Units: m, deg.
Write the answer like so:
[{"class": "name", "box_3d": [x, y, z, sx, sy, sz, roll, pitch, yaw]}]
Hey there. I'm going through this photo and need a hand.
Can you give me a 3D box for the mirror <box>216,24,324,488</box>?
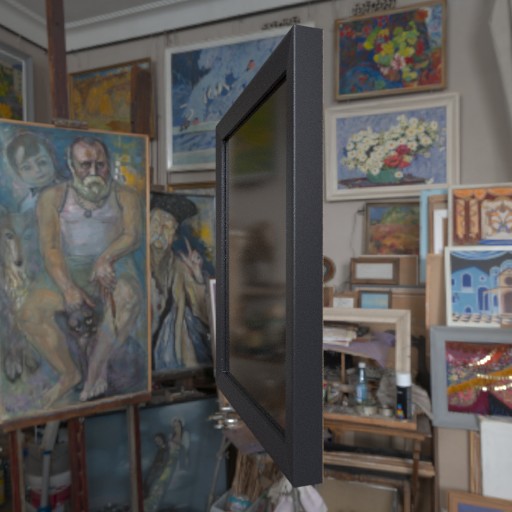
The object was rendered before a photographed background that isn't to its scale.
[{"class": "mirror", "box_3d": [0.000, 0.000, 0.684, 0.041, 0.508, 0.405, 0, 0, -17]}]
